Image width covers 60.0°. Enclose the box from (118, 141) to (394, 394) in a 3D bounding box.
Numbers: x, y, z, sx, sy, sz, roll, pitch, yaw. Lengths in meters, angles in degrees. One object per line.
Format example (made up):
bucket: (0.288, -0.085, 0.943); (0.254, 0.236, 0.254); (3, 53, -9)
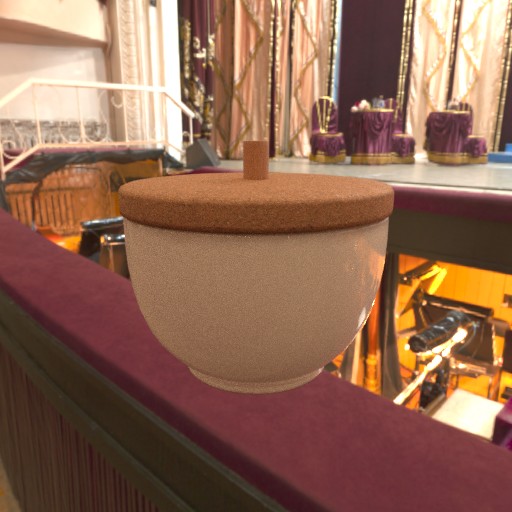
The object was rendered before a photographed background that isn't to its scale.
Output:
box: (0.000, 0.000, 0.186); (0.107, 0.094, 0.107); (0, 15, 0)
